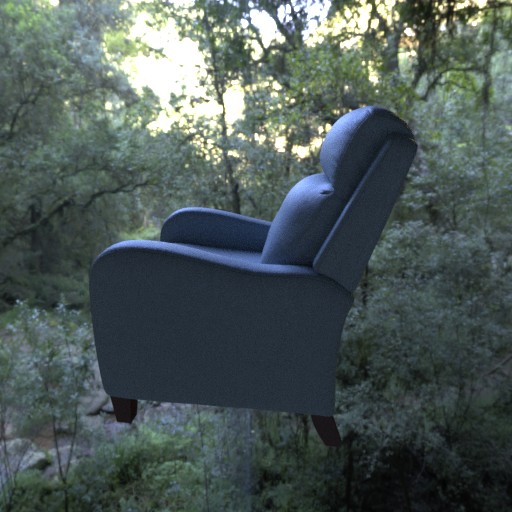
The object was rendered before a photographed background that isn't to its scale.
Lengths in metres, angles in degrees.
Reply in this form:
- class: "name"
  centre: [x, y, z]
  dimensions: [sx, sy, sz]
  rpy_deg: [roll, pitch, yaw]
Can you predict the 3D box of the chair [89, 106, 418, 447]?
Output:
- class: "chair"
  centre: [0.000, 0.000, 1.693]
  dimensions: [0.988, 1.067, 0.785]
  rpy_deg: [2, 16, 8]
